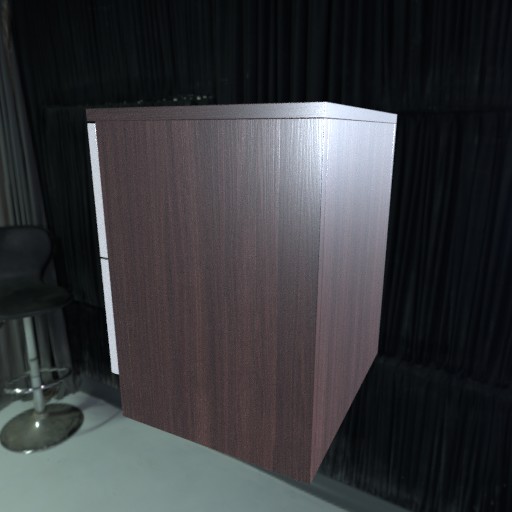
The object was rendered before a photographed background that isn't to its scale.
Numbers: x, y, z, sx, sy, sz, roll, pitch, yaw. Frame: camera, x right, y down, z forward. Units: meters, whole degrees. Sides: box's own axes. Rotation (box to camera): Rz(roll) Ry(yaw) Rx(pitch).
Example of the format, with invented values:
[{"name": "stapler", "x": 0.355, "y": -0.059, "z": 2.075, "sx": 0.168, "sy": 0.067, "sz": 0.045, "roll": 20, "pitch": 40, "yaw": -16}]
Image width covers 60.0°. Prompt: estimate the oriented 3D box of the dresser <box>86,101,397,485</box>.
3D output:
[{"name": "dresser", "x": 0.000, "y": 0.000, "z": 0.760, "sx": 0.360, "sy": 0.470, "sz": 0.400, "roll": 8, "pitch": 18, "yaw": 26}]
